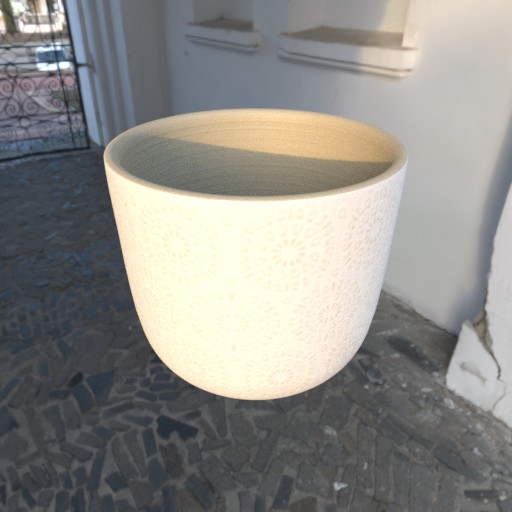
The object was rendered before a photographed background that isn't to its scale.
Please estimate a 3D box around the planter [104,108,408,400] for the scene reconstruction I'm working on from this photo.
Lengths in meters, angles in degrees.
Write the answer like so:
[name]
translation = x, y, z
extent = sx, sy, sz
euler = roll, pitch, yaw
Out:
[planter]
translation = 0.000, 0.000, 0.362
extent = 0.208, 0.190, 0.208
euler = 0, 31, 0
